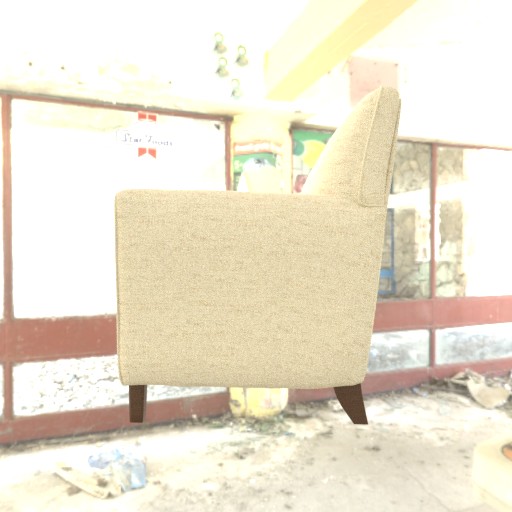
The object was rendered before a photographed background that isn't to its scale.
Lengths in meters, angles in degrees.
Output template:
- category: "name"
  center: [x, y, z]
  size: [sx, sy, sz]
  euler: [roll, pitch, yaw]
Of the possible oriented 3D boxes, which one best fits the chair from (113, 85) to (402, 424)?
- category: "chair"
  center: [0.000, 0.000, 1.610]
  size: [0.823, 0.943, 0.870]
  euler: [0, 0, 1]
